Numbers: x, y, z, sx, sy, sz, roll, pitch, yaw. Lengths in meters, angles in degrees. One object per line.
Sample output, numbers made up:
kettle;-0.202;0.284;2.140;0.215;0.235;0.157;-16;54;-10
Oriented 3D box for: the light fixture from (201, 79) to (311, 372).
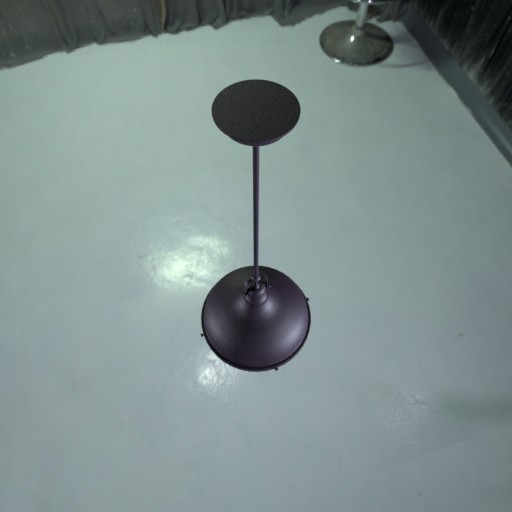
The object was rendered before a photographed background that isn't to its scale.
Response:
light fixture;0.000;0.000;1.013;0.341;0.849;0.341;-17;61;-10
